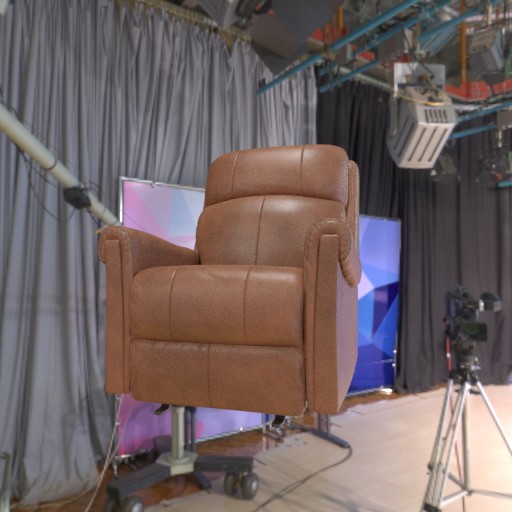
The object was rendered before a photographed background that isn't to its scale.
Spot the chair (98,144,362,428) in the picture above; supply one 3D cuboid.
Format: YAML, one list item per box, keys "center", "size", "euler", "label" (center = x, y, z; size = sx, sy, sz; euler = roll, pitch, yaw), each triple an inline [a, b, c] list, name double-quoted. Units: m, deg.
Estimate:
- center: [0.000, 0.000, 1.791]
  size: [0.838, 1.054, 1.014]
  euler: [-1, -2, 17]
  label: "chair"
